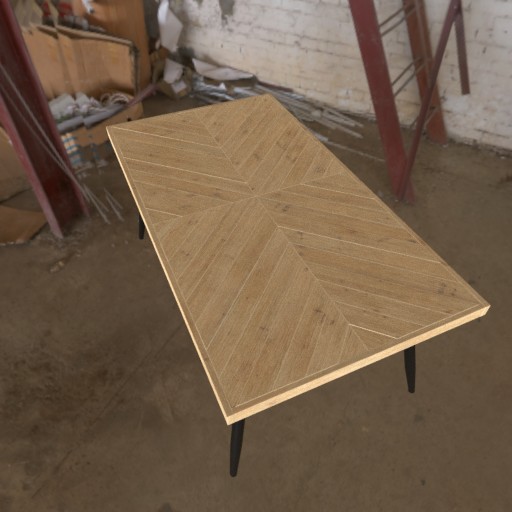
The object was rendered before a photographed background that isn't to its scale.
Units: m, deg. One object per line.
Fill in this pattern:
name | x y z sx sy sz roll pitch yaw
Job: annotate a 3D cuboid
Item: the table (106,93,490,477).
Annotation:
table | 0.000 0.000 2.258 0.991 0.762 1.803 -18 48 -17
